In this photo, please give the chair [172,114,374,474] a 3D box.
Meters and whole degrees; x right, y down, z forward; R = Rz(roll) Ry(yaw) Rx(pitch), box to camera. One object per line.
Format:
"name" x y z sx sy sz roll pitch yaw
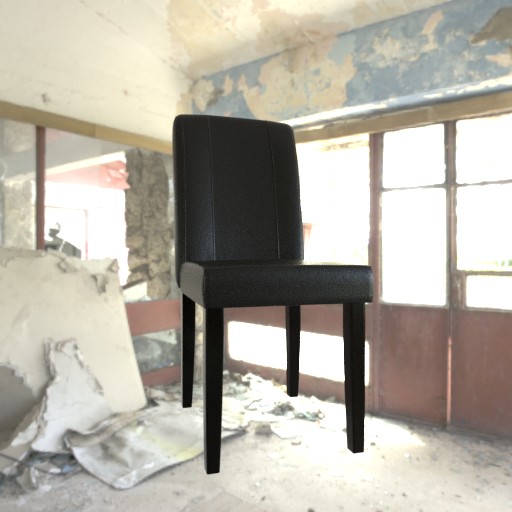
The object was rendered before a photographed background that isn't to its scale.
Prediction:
"chair" 0.000 0.000 1.206 0.399 0.897 0.556 0 1 -16
